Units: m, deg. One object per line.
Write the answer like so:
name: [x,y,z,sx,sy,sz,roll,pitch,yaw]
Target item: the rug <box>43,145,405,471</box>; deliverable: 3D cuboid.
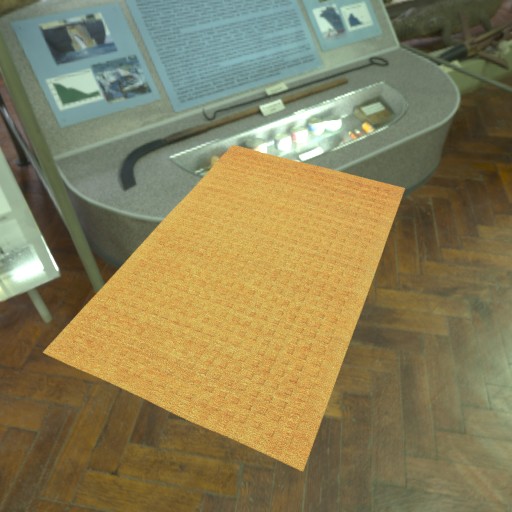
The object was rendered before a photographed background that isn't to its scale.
rug: [0.000,0.000,2.224,1.143,0.006,1.747,18,48,17]
